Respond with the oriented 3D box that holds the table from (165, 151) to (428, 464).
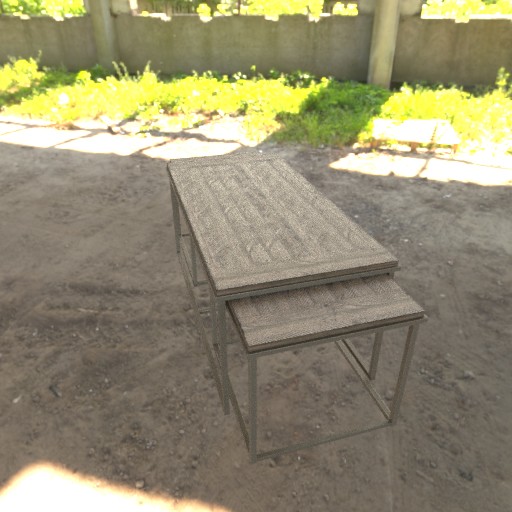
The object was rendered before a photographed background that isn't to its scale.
[{"bbox_3d":[0.000,0.000,1.585,0.489,0.427,1.312,-8,31,-14],"label":"table"}]
